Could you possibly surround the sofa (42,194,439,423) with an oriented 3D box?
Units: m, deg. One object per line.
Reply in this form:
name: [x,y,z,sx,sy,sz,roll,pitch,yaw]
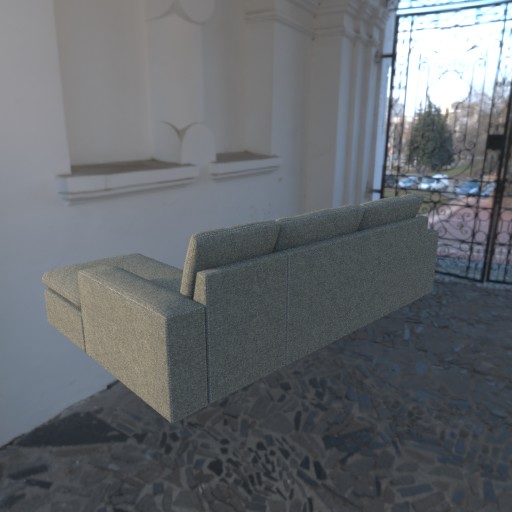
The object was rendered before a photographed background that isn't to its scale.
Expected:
sofa: [0.000,0.000,3.505,2.718,0.940,1.689,-14,21,-42]
